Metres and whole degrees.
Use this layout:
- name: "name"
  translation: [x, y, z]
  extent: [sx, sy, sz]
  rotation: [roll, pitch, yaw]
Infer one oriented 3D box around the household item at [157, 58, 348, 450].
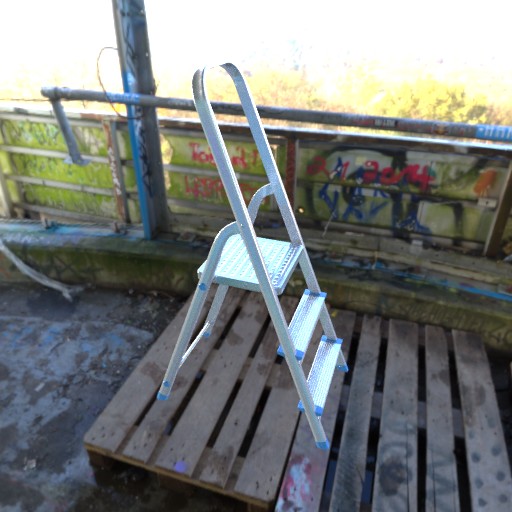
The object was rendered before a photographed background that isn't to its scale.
- name: "household item"
  translation: [0.000, 0.000, 1.510]
  extent: [0.687, 1.215, 0.420]
  rotation: [10, 32, 17]
